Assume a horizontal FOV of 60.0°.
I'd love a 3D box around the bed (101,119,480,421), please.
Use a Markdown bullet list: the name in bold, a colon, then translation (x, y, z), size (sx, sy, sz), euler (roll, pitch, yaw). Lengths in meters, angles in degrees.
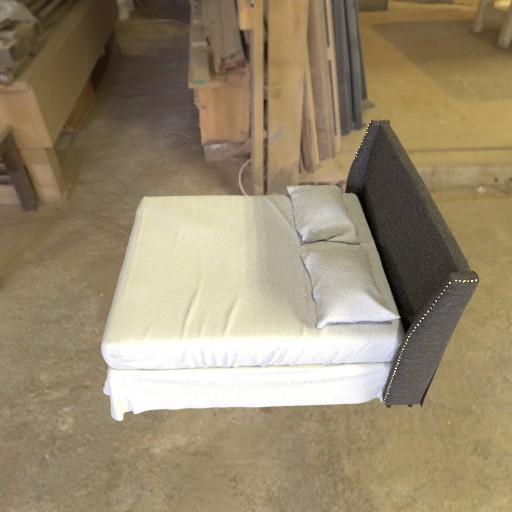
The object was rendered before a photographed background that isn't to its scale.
- **bed**: translation (0.000, 0.000, 3.381), size (2.276, 1.332, 1.925), euler (-1, 42, -1)
